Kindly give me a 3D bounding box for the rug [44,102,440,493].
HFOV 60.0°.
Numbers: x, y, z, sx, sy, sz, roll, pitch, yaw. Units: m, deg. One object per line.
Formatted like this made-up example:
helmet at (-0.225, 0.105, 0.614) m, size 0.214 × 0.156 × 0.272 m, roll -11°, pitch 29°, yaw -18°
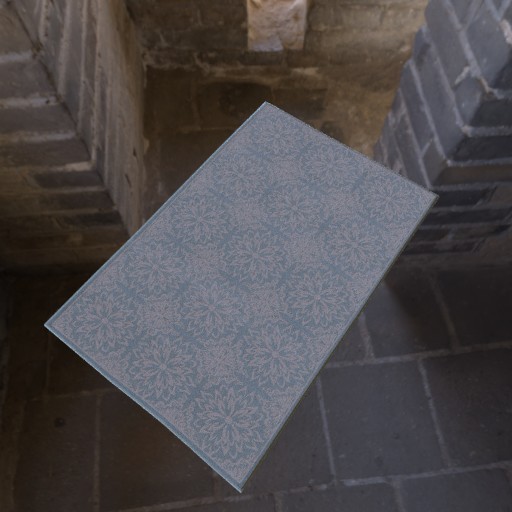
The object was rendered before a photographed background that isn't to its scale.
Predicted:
rug at (0.000, 0.000, 3.483) m, size 1.819 × 0.018 × 2.746 m, roll 34°, pitch 68°, yaw 15°
